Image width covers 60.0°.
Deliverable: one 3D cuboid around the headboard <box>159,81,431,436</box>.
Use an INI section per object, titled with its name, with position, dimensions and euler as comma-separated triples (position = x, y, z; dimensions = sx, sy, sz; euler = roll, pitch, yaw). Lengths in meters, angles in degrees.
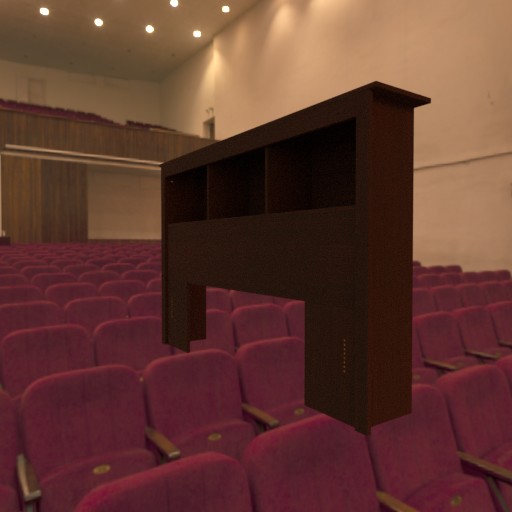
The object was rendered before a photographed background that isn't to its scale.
[headboard]
position = 0.000, 0.000, 2.114
dimensions = 0.279, 1.092, 1.671
euler = -1, 2, -35
